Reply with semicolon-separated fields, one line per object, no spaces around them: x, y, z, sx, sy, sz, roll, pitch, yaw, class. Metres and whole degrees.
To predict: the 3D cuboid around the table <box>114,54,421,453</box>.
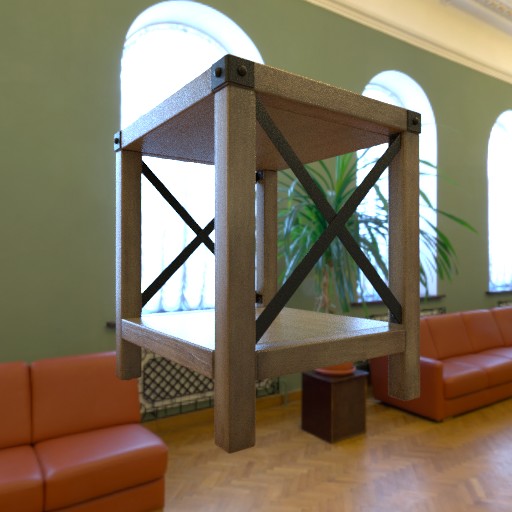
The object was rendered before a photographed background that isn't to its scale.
0.000;0.000;0.938;0.459;0.561;0.510;0;0;-35;table
